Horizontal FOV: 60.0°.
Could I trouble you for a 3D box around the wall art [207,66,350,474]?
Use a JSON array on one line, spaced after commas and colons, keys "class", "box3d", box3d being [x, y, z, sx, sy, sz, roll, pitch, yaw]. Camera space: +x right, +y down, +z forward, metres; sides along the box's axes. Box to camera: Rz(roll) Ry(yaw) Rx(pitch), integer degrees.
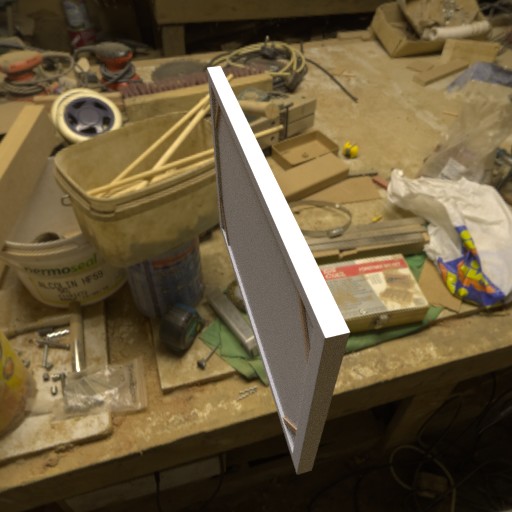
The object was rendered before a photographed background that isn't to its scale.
[{"class": "wall art", "box3d": [0.000, 0.000, 1.165, 0.038, 0.609, 0.914, -11, 48, -10]}]
